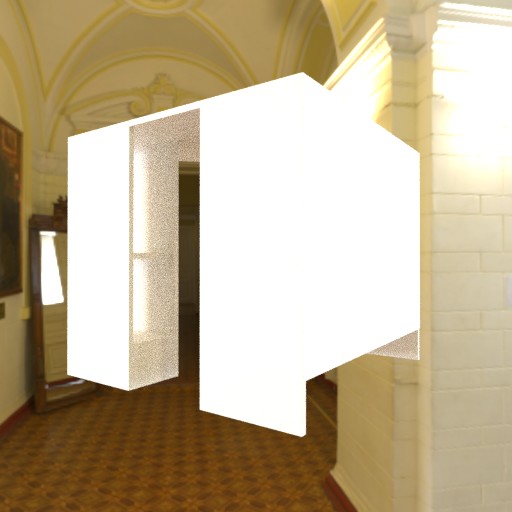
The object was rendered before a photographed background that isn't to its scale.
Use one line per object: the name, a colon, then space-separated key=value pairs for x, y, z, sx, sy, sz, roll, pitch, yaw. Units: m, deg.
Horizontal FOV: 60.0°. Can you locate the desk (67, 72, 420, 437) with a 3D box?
desk: x=0.000 y=0.000 z=1.644 sx=0.926 sy=0.818 sz=0.940 roll=0 pitch=0 yaw=35
